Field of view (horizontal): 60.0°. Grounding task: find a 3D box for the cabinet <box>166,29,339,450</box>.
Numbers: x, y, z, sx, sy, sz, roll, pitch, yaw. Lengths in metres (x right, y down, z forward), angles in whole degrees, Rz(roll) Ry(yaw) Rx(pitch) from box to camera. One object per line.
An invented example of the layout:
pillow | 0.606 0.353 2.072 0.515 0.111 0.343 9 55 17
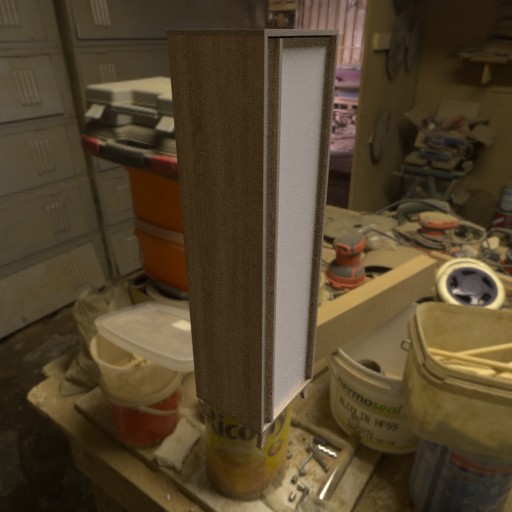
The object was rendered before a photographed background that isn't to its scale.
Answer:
cabinet | 0.000 0.000 2.153 0.450 1.960 0.510 19 33 32
